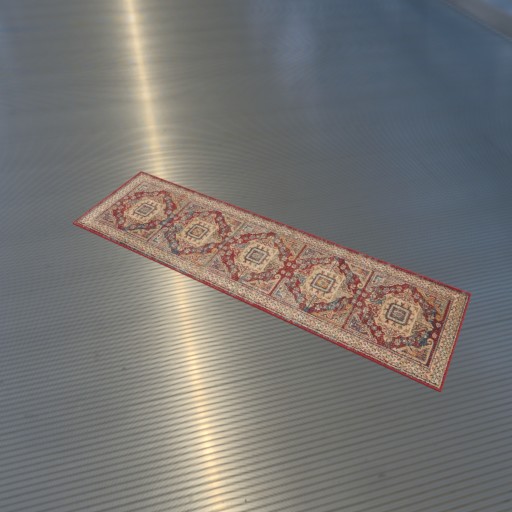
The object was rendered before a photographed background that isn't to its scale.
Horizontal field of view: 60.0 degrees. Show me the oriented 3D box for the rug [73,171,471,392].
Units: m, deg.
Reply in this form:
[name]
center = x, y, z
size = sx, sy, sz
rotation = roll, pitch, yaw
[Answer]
[rug]
center = 0.000, 0.000, 2.587
size = 2.292, 0.015, 0.659
rotation = 22, 49, 21
